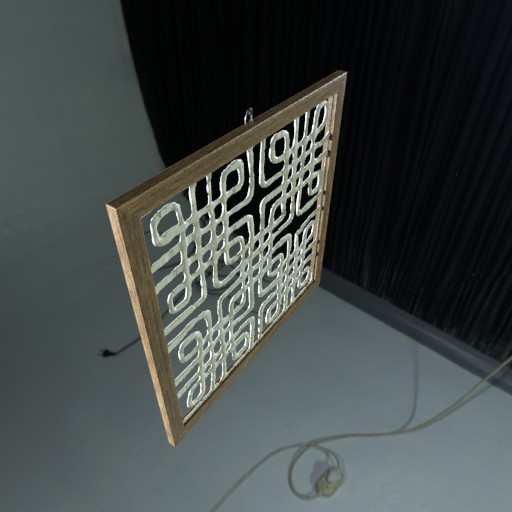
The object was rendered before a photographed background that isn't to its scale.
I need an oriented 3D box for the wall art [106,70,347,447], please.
[{"bbox_3d":[0.000,0.000,0.848,0.021,0.582,0.561,25,47,26],"label":"wall art"}]
